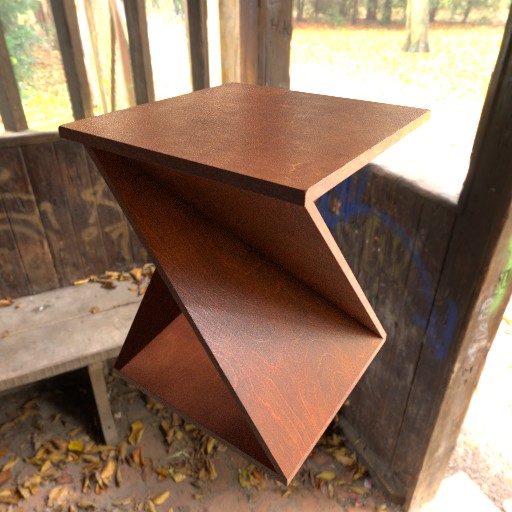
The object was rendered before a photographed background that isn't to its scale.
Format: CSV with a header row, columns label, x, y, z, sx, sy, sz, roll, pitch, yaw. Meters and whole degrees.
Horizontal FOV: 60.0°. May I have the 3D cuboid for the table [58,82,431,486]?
label,x,y,z,sx,sy,sz,roll,pitch,yaw
table,0.000,0.000,0.842,0.427,0.520,0.427,20,37,30
